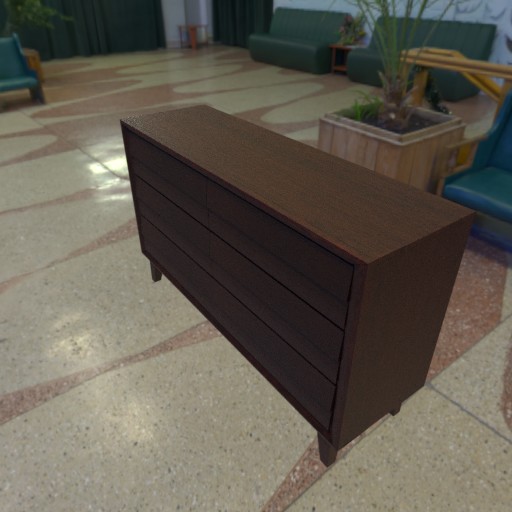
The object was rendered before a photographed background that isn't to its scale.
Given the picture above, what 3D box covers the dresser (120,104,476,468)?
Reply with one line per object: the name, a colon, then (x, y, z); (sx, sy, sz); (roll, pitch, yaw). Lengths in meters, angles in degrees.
dresser: (0.000, 0.000, 2.040); (0.499, 0.971, 1.609); (-22, 39, -30)
